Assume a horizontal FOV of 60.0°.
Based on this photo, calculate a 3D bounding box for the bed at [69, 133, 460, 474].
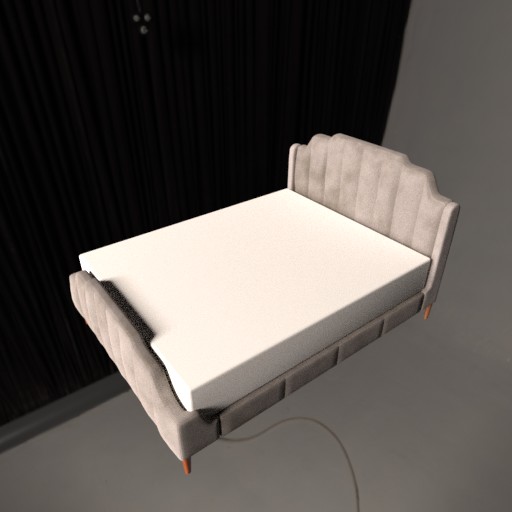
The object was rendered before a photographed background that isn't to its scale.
[{"bbox_3d":[0.000,0.000,3.259,2.340,1.245,1.676,-22,38,-31],"label":"bed"}]
